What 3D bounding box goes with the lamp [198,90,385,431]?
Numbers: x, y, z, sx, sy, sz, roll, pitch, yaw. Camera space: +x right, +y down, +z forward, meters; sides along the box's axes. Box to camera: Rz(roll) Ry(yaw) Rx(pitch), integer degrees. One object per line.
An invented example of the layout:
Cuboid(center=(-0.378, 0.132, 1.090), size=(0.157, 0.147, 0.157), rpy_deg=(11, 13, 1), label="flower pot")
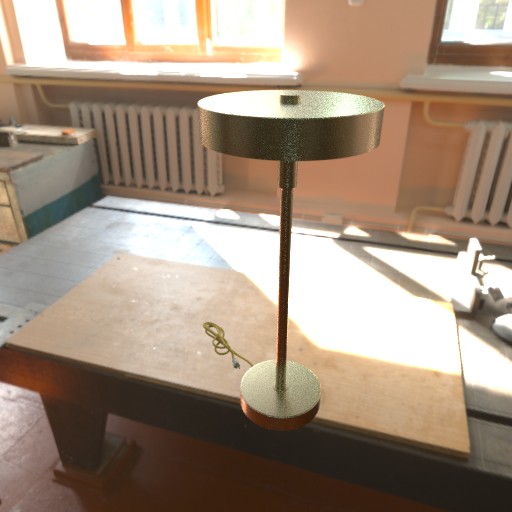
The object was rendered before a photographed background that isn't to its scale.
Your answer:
Cuboid(center=(0.000, 0.000, 0.714), size=(0.229, 0.508, 0.369), rpy_deg=(-19, 33, -32), label="lamp")
